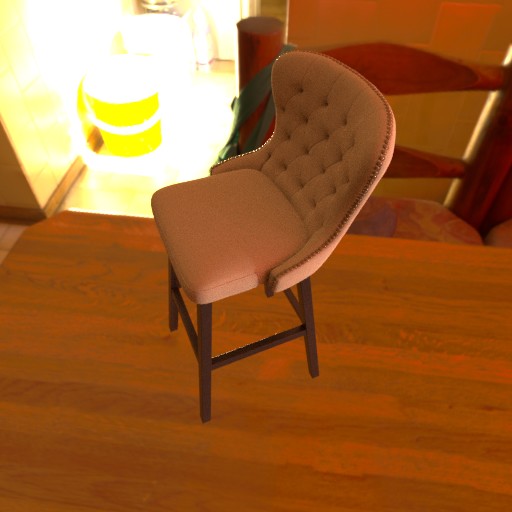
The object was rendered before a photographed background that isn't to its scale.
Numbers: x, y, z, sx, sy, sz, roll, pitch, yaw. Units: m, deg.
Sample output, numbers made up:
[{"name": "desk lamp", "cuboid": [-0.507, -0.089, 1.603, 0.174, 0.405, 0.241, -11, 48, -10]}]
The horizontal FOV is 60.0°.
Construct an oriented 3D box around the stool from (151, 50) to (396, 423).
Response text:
[{"name": "stool", "cuboid": [0.000, 0.000, 1.407, 0.605, 1.066, 0.528, -18, 50, -15]}]
